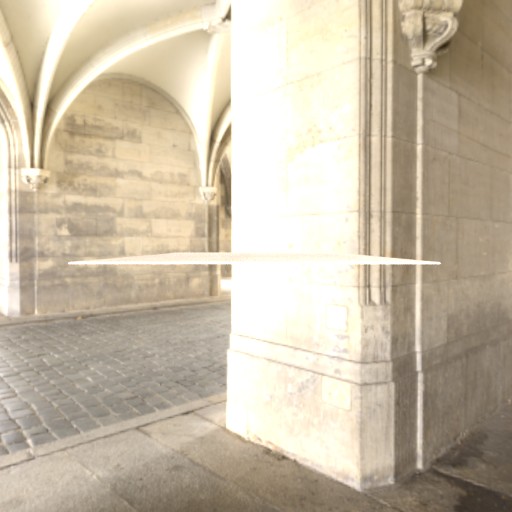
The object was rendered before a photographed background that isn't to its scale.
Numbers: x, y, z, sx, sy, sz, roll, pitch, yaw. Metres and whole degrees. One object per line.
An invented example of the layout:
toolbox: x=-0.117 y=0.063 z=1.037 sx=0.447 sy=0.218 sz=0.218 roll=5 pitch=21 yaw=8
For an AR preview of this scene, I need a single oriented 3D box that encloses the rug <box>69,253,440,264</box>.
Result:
rug: x=0.000 y=0.000 z=3.031 sx=1.524 sy=0.008 sz=2.440 roll=0 pitch=1 yaw=0
